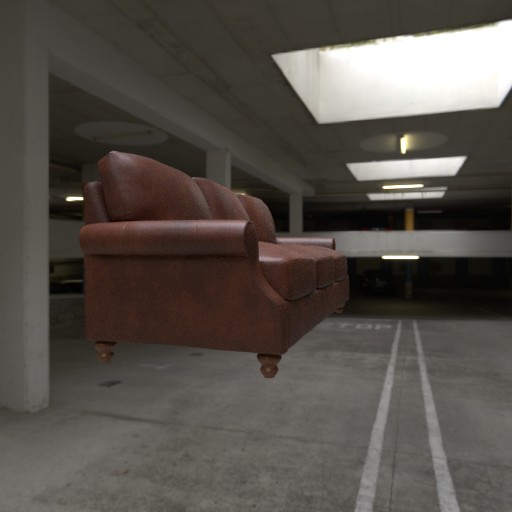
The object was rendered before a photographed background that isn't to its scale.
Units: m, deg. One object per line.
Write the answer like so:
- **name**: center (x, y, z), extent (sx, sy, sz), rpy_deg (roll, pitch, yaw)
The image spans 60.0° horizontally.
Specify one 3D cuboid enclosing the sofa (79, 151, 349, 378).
- **sofa**: center (0.000, 0.000, 2.900), extent (0.973, 0.977, 2.351), rpy_deg (0, 1, 19)
